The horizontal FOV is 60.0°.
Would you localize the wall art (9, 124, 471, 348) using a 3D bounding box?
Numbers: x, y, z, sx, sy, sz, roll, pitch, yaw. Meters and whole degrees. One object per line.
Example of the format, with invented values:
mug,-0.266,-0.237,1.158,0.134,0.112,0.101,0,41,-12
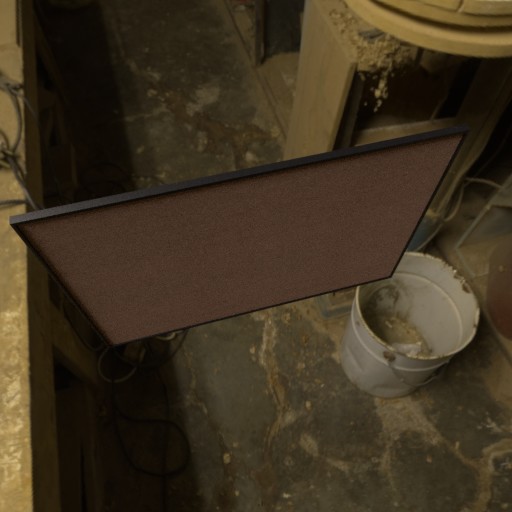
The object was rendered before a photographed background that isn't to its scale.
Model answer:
wall art,0.000,0.000,1.177,0.957,0.660,0.019,-13,59,-8
